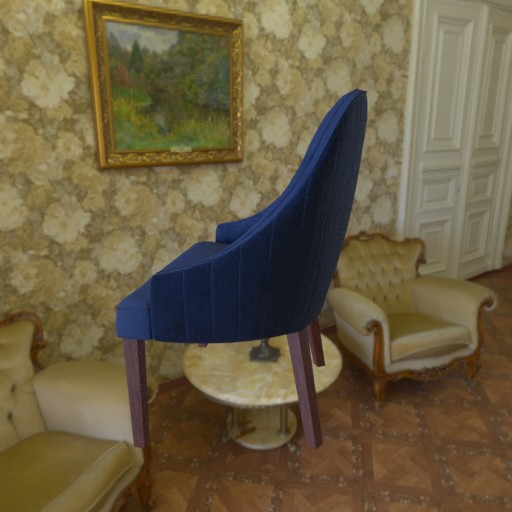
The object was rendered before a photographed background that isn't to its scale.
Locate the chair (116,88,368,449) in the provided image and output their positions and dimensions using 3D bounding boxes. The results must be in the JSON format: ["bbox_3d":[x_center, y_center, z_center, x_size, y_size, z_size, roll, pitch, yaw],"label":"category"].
[{"bbox_3d":[0.000,0.000,1.274,0.575,0.889,0.643,3,15,9],"label":"chair"}]
